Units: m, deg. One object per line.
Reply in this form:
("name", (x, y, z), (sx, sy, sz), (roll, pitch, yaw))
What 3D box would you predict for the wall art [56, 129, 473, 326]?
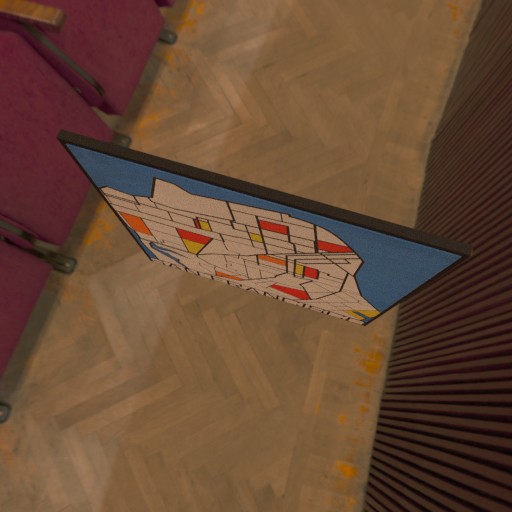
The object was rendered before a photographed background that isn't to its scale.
("wall art", (0.000, 0.000, 0.686), (0.458, 0.457, 0.013), (17, 73, 5))
